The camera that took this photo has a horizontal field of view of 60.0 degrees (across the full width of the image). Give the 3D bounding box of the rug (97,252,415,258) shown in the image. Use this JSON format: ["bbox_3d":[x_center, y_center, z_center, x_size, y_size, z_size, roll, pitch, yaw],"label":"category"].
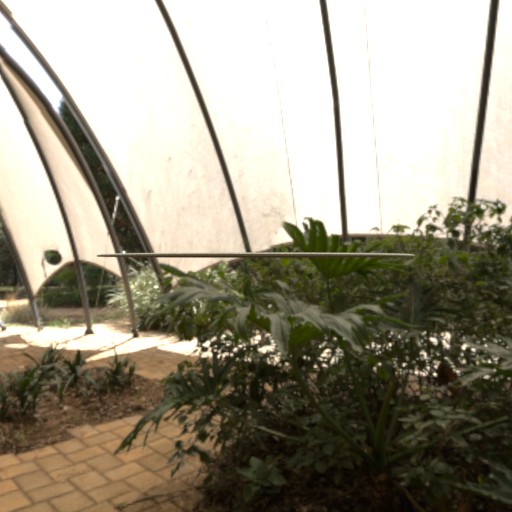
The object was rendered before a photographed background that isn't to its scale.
[{"bbox_3d":[0.000,0.000,2.354,1.593,0.012,1.593,0,0,0],"label":"rug"}]
